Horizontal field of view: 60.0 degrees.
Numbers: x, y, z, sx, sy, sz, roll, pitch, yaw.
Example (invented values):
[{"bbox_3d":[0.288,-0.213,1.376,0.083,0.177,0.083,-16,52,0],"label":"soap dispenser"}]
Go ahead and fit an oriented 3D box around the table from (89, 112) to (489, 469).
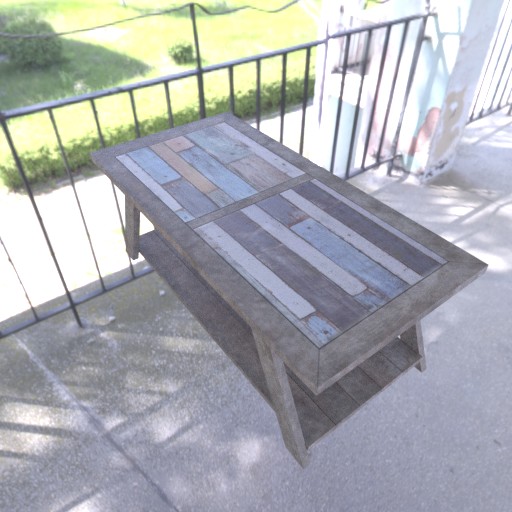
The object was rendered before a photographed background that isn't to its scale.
[{"bbox_3d":[0.000,0.000,1.544,0.610,0.470,1.219,-26,47,-27],"label":"table"}]
